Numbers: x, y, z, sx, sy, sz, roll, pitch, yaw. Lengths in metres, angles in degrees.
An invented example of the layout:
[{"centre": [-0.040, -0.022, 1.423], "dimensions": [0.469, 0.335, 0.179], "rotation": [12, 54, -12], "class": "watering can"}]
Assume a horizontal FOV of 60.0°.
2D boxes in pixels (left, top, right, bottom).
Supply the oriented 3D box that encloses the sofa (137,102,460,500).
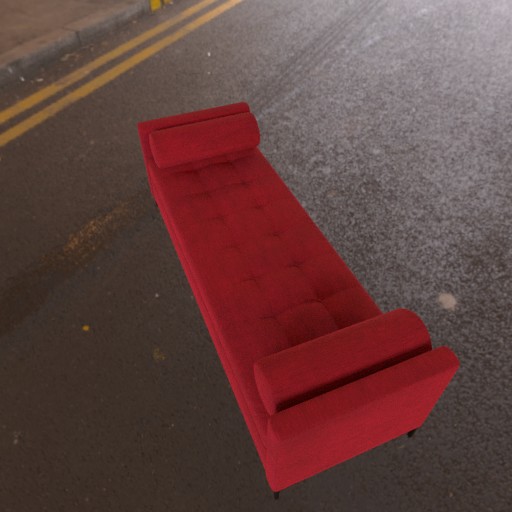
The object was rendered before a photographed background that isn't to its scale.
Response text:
[{"centre": [0.000, 0.000, 2.240], "dimensions": [0.686, 0.635, 1.981], "rotation": [-17, 48, -15], "class": "sofa"}]
